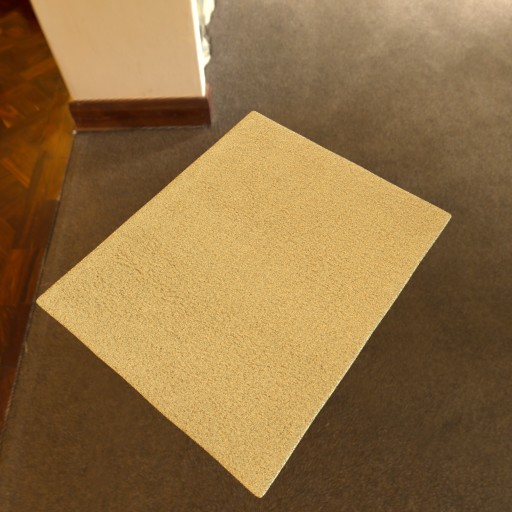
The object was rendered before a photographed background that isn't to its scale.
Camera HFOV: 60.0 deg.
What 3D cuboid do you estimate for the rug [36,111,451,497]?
[{"bbox_3d":[0.000,0.000,4.041,2.438,0.029,3.047,33,64,19],"label":"rug"}]
